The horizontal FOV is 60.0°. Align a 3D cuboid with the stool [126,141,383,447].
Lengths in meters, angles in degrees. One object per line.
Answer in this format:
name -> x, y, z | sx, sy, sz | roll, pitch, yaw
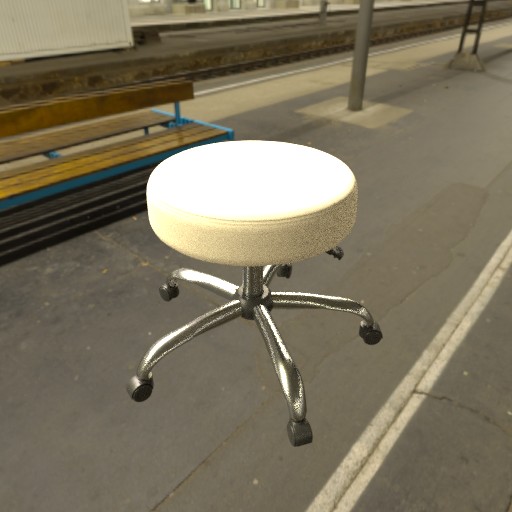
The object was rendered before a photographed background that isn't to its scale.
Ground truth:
stool -> 0.000, 0.000, 1.042 | 0.634, 0.482, 0.614 | 10, 33, 16
